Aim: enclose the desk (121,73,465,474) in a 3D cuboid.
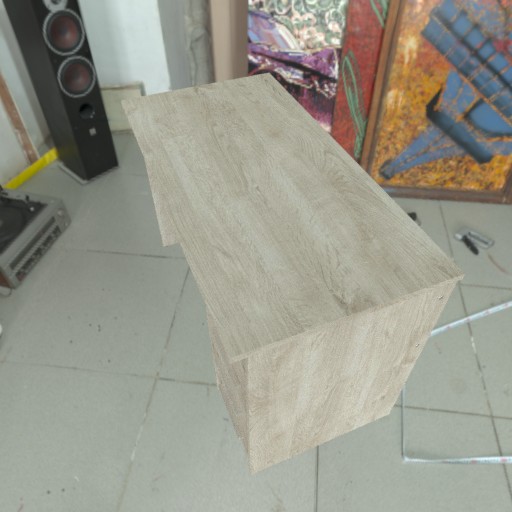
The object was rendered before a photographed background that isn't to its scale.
[{"bbox_3d":[0.000,0.000,1.528,0.560,0.730,1.096,-17,49,-15],"label":"desk"}]
